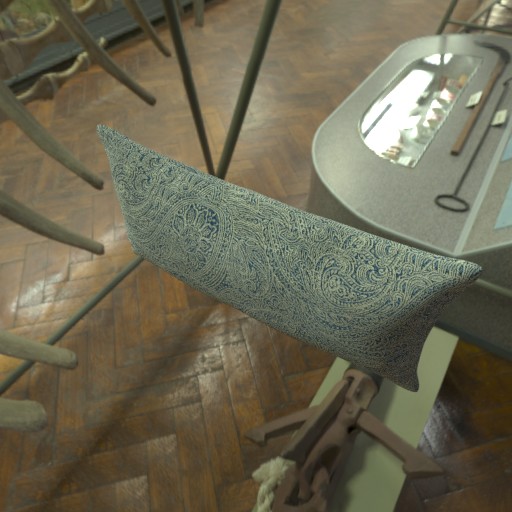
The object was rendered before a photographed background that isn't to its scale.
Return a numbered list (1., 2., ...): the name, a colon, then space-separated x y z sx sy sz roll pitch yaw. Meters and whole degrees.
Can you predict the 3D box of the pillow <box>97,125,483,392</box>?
1. pillow: 0.000 0.000 0.725 0.615 0.295 0.151 24 50 21
